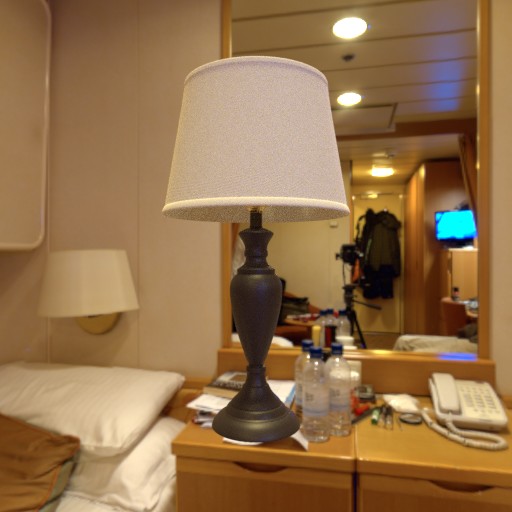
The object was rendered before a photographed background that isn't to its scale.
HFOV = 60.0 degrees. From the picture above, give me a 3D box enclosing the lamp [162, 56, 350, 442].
[{"bbox_3d":[0.000,0.000,0.804,0.335,0.611,0.335,0,0,0],"label":"lamp"}]
